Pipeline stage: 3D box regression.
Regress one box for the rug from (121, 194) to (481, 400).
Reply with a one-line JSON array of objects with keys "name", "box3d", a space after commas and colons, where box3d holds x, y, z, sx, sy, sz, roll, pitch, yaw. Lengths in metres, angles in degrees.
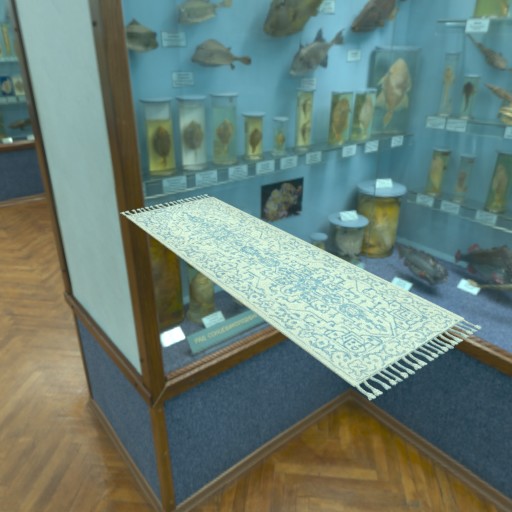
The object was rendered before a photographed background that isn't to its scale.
[{"name": "rug", "box3d": [0.000, 0.000, 2.704, 0.774, 0.011, 2.449, -18, 31, -32]}]
